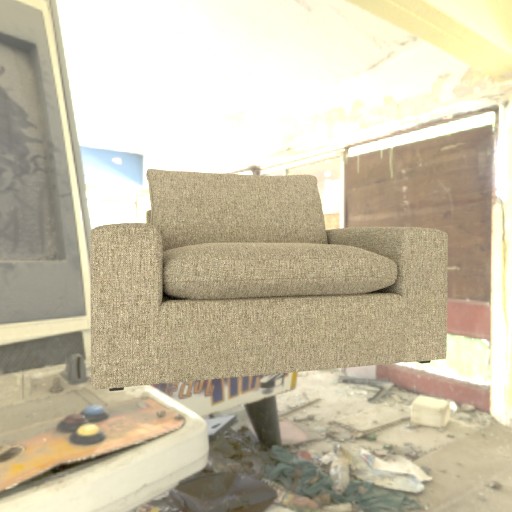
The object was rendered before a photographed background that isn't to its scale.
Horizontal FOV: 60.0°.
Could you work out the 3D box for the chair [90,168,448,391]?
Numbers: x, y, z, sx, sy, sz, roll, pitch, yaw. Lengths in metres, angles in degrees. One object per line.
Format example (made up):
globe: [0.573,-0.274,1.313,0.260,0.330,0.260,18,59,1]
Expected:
chair: [0.000,0.000,2.068,1.398,0.915,1.039,0,1,-17]
